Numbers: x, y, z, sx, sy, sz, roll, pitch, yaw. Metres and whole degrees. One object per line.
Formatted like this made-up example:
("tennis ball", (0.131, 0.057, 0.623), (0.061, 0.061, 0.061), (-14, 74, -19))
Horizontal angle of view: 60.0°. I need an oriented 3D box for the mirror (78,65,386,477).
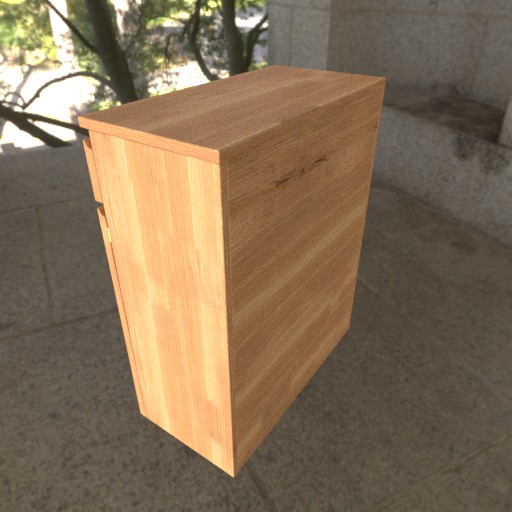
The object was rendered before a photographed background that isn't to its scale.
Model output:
("mirror", (0.000, 0.000, 1.422), (0.400, 1.000, 0.800), (20, 38, 29))
